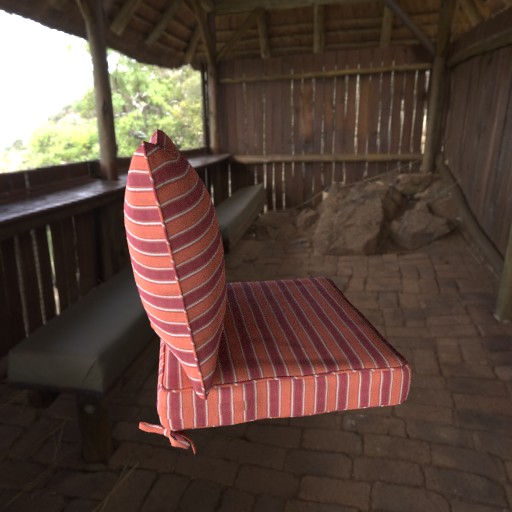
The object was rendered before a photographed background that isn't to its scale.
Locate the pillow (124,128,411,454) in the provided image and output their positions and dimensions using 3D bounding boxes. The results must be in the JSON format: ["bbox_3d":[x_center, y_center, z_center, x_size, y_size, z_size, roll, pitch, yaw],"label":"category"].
[{"bbox_3d":[0.000,0.000,1.340,0.733,0.723,0.799,-3,18,-9],"label":"pillow"}]
